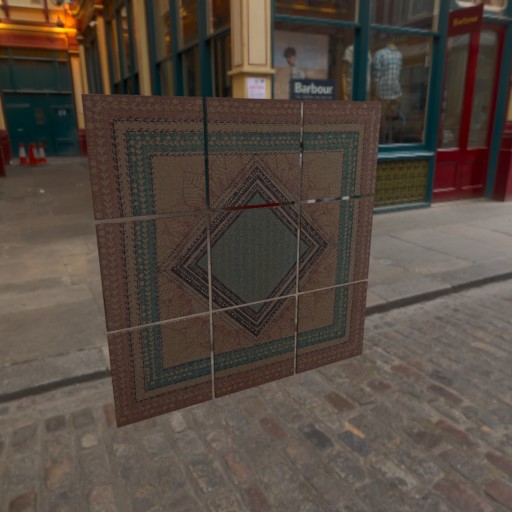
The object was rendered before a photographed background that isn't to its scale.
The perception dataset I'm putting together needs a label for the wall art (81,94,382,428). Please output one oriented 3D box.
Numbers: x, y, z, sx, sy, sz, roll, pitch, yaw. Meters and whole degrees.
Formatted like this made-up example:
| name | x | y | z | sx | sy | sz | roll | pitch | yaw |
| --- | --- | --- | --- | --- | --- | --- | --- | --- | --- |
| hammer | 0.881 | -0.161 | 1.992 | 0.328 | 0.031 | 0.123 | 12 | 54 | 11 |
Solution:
| name | x | y | z | sx | sy | sz | roll | pitch | yaw |
| --- | --- | --- | --- | --- | --- | --- | --- | --- | --- |
| wall art | 0.000 | 0.000 | 2.276 | 1.527 | 1.525 | 0.014 | -9 | 19 | -27 |
